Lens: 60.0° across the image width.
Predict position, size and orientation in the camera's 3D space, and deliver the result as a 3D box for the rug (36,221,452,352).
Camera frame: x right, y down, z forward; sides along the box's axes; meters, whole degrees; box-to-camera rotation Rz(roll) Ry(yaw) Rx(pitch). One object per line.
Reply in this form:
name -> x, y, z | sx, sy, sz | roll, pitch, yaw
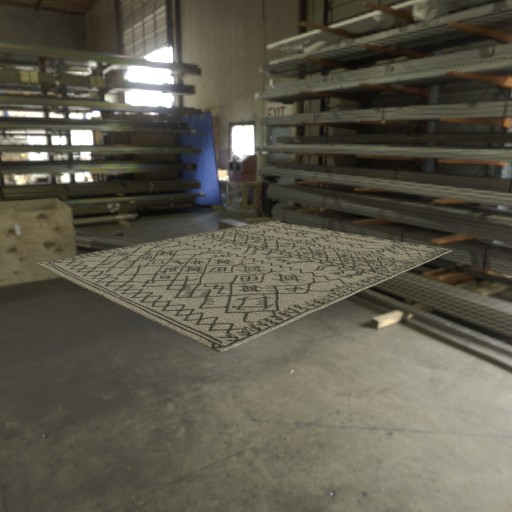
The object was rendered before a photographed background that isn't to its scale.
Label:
rug -> 0.000, 0.000, 3.298 | 1.964, 0.025, 2.455 | 13, 20, 42
